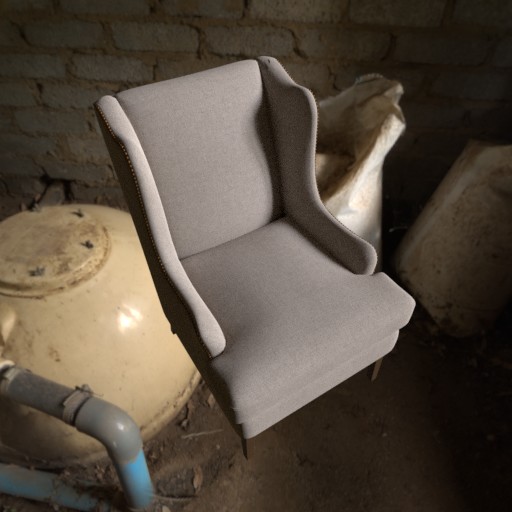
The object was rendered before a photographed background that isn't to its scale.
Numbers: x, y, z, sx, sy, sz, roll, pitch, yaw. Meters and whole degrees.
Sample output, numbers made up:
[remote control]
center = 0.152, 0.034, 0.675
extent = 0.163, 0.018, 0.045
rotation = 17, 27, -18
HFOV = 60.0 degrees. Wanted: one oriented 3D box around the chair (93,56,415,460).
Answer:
[chair]
center = 0.000, 0.000, 1.615
extent = 0.737, 1.029, 0.940
rotation = -24, 51, -22
